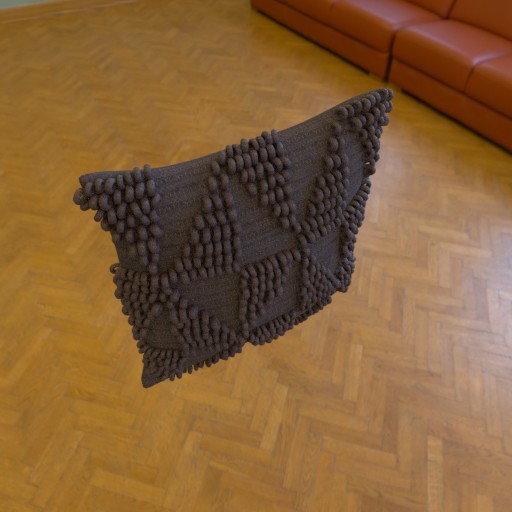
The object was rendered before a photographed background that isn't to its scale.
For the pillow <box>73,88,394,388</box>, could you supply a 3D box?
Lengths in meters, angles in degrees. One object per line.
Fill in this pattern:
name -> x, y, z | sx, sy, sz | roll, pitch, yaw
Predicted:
pillow -> 0.000, 0.000, 0.724 | 0.470, 0.467, 0.172 | -23, 50, -21
